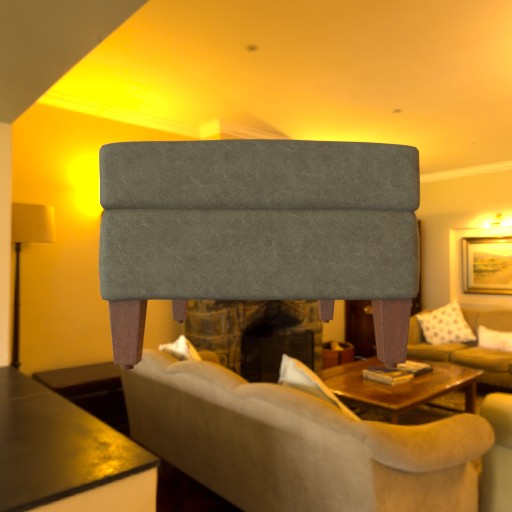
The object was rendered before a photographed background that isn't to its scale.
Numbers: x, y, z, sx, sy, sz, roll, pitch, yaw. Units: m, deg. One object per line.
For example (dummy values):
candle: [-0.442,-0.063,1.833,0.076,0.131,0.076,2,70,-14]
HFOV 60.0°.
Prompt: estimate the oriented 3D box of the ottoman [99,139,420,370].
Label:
ottoman: [0.000,0.000,1.252,0.639,0.464,0.839,0,-1,-2]
